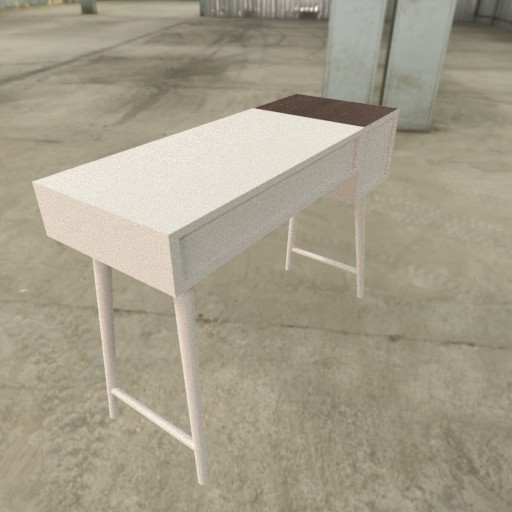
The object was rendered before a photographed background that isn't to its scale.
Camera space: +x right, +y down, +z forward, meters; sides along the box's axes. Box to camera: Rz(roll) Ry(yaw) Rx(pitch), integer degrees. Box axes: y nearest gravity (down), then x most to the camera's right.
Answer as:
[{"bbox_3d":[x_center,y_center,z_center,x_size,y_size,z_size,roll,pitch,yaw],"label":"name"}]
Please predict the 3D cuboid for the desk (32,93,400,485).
[{"bbox_3d":[0.000,0.000,1.400,0.409,0.761,1.069,20,37,30],"label":"desk"}]
